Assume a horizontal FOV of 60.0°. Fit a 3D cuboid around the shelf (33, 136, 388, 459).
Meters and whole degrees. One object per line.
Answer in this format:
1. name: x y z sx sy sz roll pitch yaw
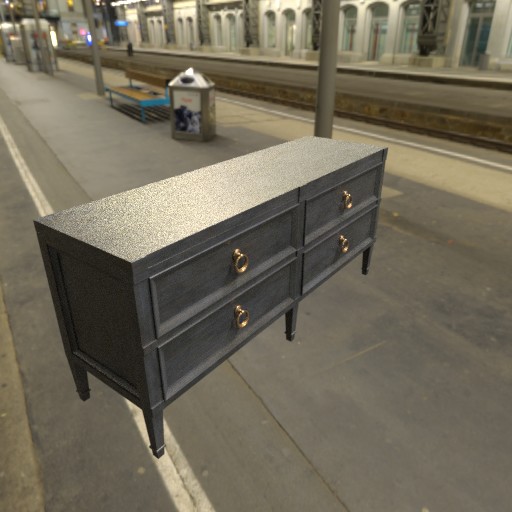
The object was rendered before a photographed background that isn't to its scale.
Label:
1. shelf: 0.000 0.000 1.919 0.479 0.719 1.575 19 32 33
